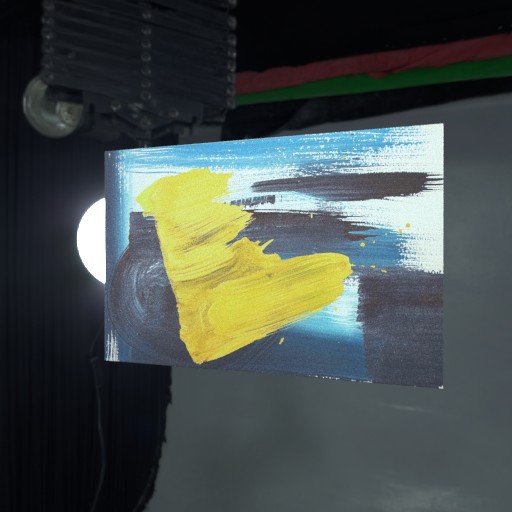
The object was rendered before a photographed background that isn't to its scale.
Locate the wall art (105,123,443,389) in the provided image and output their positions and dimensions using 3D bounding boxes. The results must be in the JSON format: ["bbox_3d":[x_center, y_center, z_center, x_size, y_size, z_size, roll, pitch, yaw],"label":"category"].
[{"bbox_3d":[0.000,0.000,1.174,0.914,0.610,0.039,0,0,18],"label":"wall art"}]
